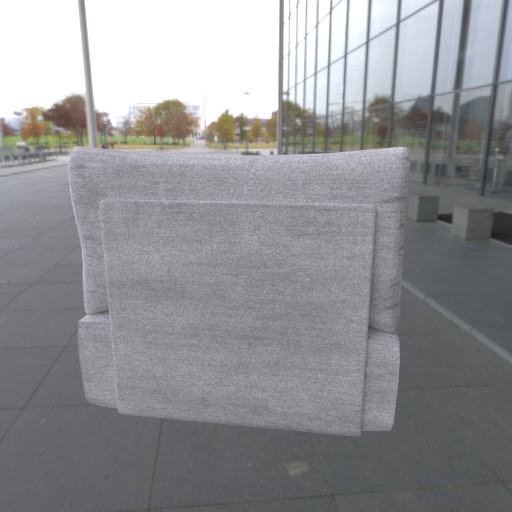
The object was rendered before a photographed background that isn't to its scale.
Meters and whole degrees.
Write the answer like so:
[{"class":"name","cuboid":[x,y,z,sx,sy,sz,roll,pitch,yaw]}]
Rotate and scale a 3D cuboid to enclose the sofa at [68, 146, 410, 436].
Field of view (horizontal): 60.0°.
[{"class":"sofa","cuboid":[0.000,0.000,1.689,0.930,0.820,1.000,2,15,8]}]
